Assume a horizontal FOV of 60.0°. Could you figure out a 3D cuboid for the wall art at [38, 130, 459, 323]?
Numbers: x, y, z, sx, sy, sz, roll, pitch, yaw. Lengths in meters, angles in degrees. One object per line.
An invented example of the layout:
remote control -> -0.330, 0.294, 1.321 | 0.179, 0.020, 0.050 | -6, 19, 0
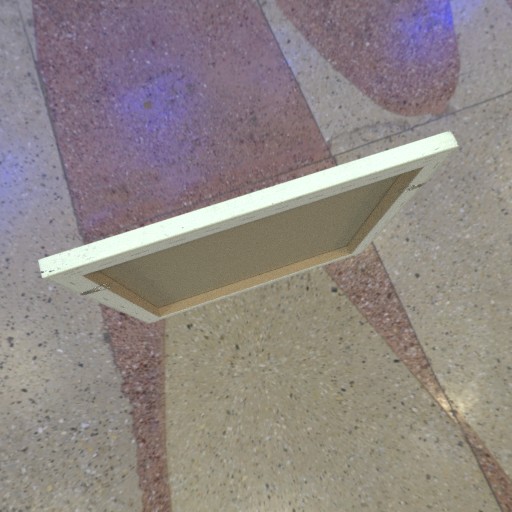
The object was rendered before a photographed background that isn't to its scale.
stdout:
wall art -> 0.000, 0.000, 1.135 | 0.762, 0.762, 0.038 | -18, 76, -5
